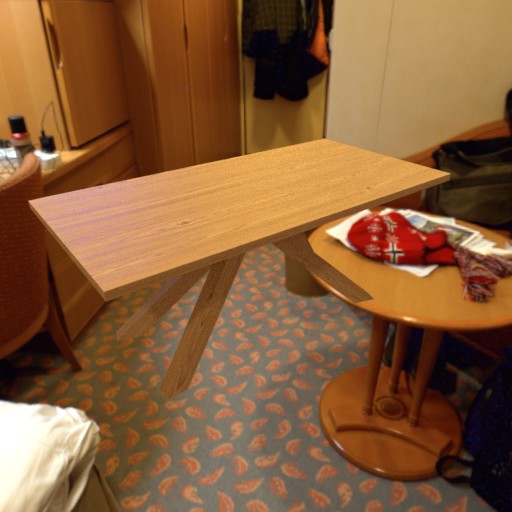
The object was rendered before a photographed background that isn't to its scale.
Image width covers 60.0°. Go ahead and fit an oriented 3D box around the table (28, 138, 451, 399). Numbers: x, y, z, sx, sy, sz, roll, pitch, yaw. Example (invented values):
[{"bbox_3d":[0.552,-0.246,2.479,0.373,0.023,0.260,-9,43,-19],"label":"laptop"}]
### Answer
[{"bbox_3d":[0.000,0.000,2.264,1.797,0.750,0.901,-20,34,-32],"label":"table"}]
